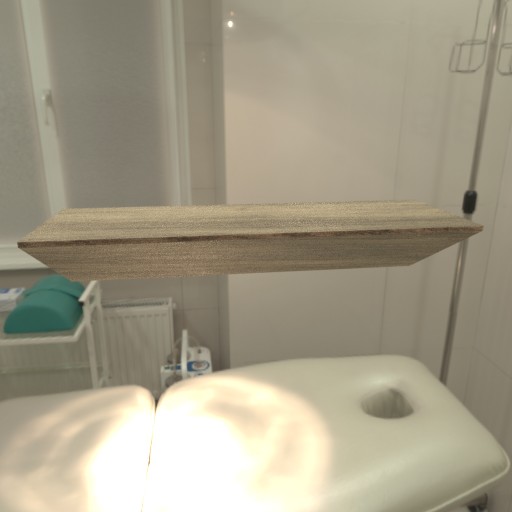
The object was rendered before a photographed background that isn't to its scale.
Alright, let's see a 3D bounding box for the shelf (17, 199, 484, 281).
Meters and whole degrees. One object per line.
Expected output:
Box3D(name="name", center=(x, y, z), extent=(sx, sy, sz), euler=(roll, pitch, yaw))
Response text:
Box3D(name="shelf", center=(0.000, 0.000, 0.688), extent=(0.610, 0.125, 0.200), euler=(-2, 18, -7))
